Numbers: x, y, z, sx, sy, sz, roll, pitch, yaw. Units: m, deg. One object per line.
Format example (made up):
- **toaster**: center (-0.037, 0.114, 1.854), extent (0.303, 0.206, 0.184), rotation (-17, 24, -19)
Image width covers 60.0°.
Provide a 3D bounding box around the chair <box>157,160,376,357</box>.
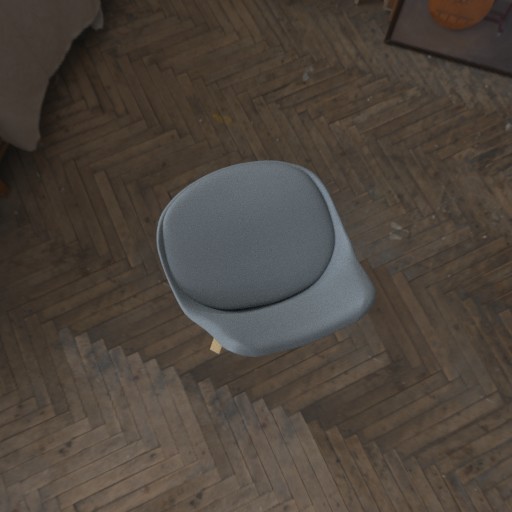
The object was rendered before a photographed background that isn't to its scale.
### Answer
- **chair**: center (0.000, 0.000, 1.215), extent (0.485, 0.850, 0.549), rotation (-19, 76, -5)
